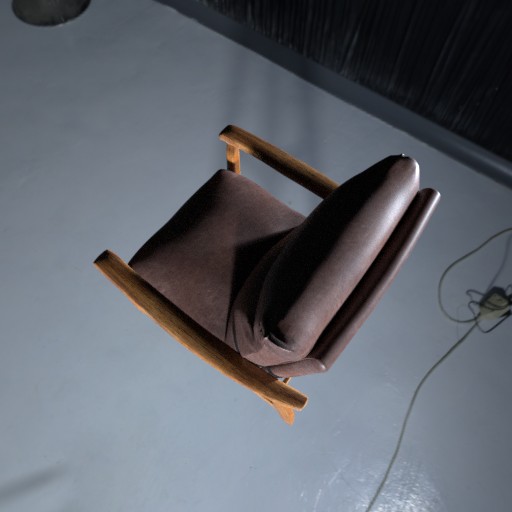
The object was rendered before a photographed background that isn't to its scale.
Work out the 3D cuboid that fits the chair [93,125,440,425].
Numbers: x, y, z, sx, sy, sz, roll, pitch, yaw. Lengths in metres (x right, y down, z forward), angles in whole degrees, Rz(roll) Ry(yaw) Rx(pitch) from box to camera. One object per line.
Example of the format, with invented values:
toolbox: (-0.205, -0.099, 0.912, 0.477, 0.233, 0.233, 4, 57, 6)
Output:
chair: (0.000, 0.000, 1.525, 0.830, 0.897, 0.782, 34, 69, 15)
